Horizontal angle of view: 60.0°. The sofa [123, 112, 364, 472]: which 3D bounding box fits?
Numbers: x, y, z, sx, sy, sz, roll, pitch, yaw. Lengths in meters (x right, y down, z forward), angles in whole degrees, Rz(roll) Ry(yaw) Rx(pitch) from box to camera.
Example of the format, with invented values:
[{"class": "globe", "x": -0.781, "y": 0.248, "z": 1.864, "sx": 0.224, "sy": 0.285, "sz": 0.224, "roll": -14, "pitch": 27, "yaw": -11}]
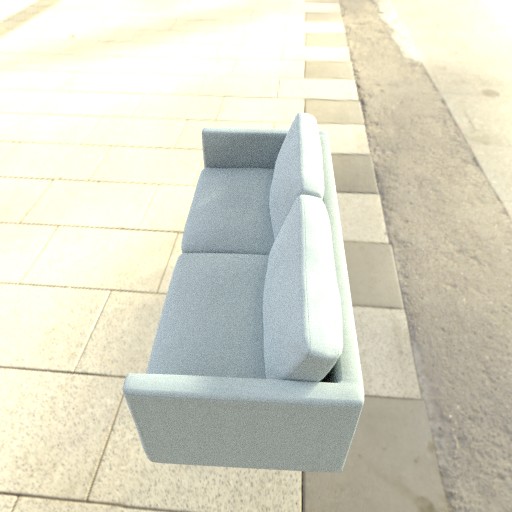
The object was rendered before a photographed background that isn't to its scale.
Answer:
[{"class": "sofa", "x": 0.000, "y": 0.000, "z": 2.640, "sx": 0.951, "sy": 0.965, "sz": 2.208, "roll": 2, "pitch": 42, "yaw": 2}]
